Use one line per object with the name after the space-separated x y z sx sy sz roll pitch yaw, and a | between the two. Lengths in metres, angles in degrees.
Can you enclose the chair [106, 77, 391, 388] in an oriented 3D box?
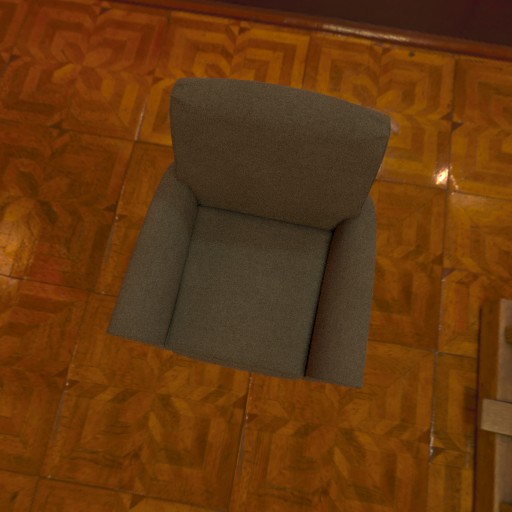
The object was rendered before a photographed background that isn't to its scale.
0.000 0.000 1.827 0.978 1.061 0.905 12 74 3 | chair
